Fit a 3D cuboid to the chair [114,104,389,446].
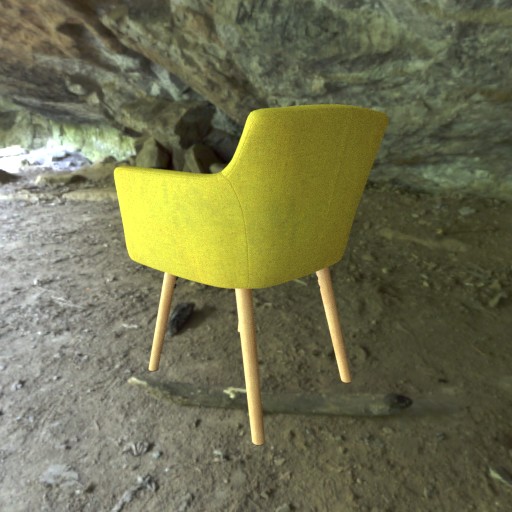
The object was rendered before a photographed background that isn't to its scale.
[{"bbox_3d":[0.000,0.000,1.225,0.570,0.780,0.570,-16,23,-42],"label":"chair"}]
